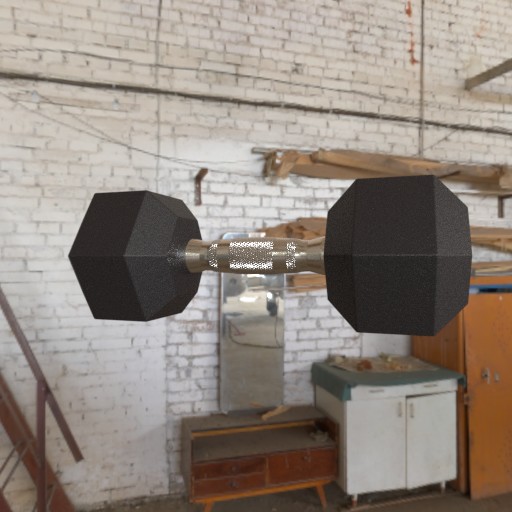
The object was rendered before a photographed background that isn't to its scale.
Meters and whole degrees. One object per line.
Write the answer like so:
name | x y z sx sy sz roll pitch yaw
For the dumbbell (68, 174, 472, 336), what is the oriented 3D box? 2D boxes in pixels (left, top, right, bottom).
dumbbell | 0.000 0.000 0.416 0.356 0.123 0.141 0 0 18
